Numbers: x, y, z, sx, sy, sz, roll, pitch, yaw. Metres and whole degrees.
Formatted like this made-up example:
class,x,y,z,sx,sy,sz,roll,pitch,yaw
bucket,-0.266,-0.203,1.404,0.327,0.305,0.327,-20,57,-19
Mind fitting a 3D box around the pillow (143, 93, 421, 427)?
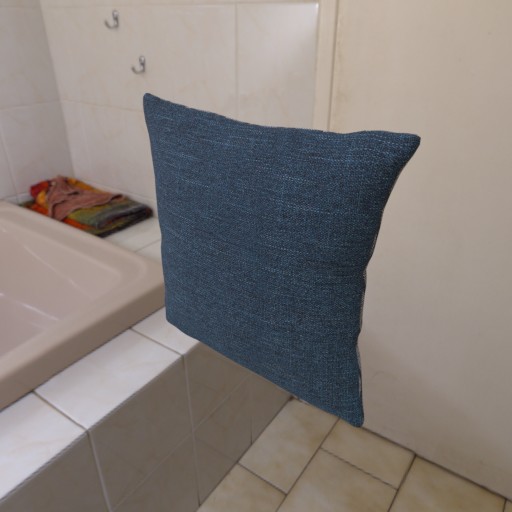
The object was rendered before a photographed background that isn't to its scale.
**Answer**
class,x,y,z,sx,sy,sz,roll,pitch,yaw
pillow,0.000,0.000,0.672,0.435,0.435,0.159,20,34,32
